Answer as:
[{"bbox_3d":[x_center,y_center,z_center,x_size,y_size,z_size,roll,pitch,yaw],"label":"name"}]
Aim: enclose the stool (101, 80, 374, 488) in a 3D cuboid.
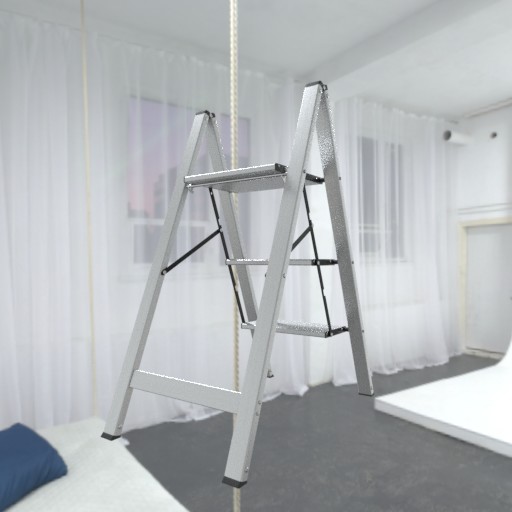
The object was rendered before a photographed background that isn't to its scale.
[{"bbox_3d":[0.000,0.000,1.278,0.441,0.902,0.730,0,-1,35],"label":"stool"}]
